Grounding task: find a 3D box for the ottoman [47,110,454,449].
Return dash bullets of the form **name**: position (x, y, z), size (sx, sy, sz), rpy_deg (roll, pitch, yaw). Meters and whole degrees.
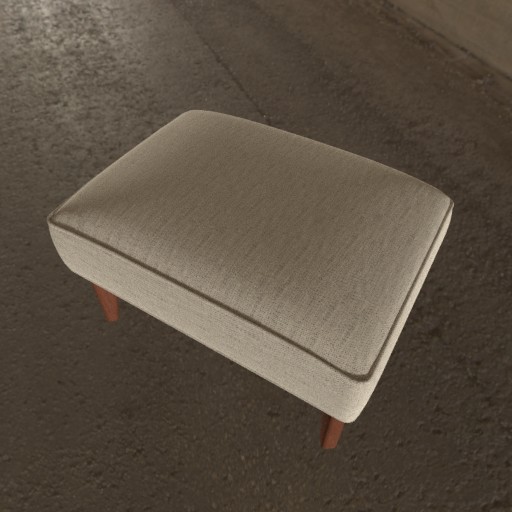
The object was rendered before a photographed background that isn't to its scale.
- **ottoman**: position (0.000, 0.000, 1.146), size (0.794, 0.465, 0.594), rpy_deg (24, 52, 21)
